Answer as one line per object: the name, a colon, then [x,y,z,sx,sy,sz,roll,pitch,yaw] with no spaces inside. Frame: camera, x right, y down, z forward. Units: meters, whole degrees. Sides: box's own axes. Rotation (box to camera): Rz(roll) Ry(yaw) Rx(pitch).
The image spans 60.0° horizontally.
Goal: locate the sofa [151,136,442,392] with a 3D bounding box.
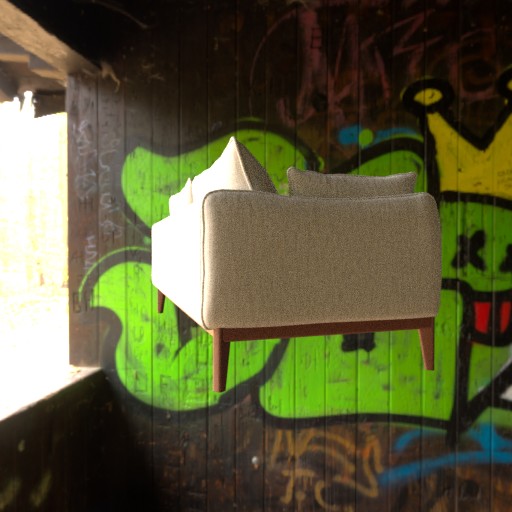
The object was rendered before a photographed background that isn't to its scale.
sofa: [0.000,0.000,2.487,0.991,0.860,1.989,0,1,-18]
